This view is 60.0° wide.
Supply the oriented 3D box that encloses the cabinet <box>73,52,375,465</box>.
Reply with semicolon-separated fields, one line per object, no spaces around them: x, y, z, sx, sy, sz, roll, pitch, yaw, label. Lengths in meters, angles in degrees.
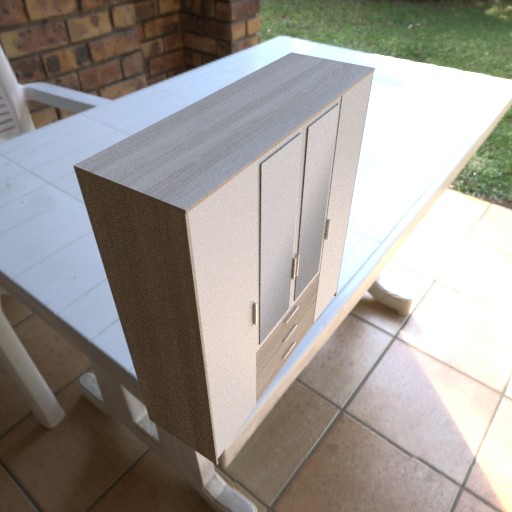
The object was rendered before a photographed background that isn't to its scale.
0.000;0.000;2.998;0.620;2.060;1.870;23;46;24;cabinet
